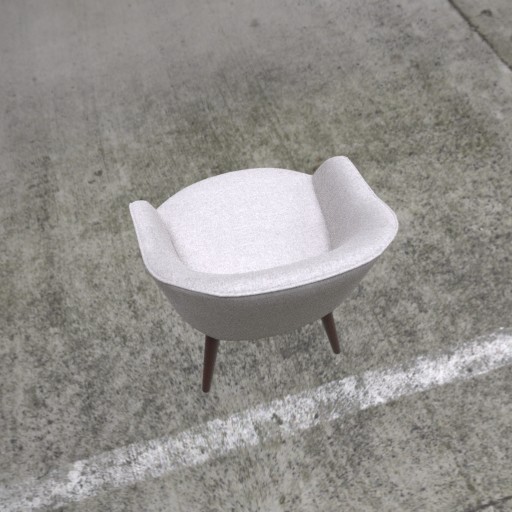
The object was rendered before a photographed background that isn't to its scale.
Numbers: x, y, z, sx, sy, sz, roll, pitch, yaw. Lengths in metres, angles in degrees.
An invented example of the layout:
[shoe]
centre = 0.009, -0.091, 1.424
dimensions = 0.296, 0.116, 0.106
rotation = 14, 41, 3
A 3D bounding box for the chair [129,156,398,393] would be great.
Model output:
[chair]
centre = 0.000, 0.000, 1.254
dimensions = 0.596, 0.823, 0.635
rotation = -14, 60, -8
